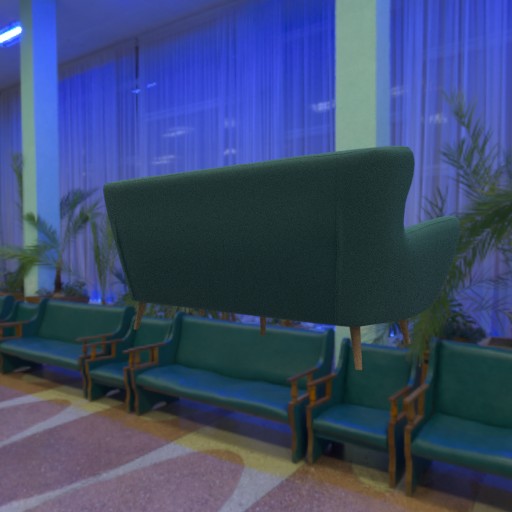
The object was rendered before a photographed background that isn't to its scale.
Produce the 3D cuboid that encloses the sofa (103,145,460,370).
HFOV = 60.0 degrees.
[{"bbox_3d":[0.000,0.000,2.430,1.930,0.890,0.889,1,2,36],"label":"sofa"}]
